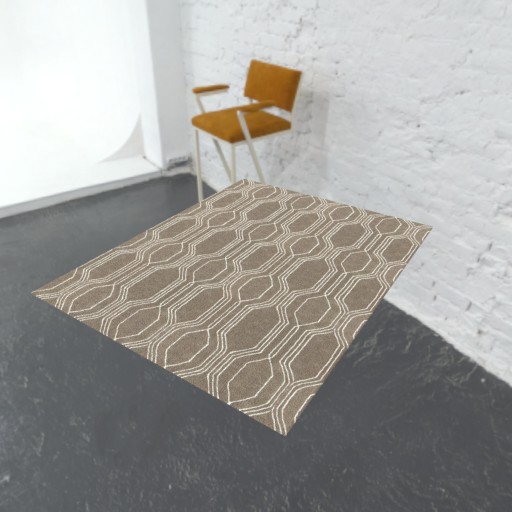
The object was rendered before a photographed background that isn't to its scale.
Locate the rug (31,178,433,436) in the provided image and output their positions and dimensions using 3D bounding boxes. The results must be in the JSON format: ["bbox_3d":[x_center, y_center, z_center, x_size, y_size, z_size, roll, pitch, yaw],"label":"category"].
[{"bbox_3d":[0.000,0.000,4.183,2.457,0.012,3.062,19,36,28],"label":"rug"}]
